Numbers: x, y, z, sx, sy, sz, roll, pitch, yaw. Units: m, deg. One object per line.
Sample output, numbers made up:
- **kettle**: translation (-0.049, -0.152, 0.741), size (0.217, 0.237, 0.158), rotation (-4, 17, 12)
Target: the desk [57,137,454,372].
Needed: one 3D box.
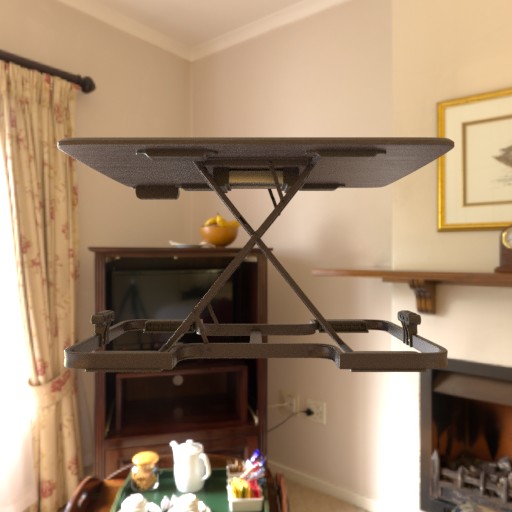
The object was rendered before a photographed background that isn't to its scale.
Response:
- **desk**: translation (0.000, 0.000, 1.144), size (0.820, 0.470, 0.546), rotation (0, 0, 0)
